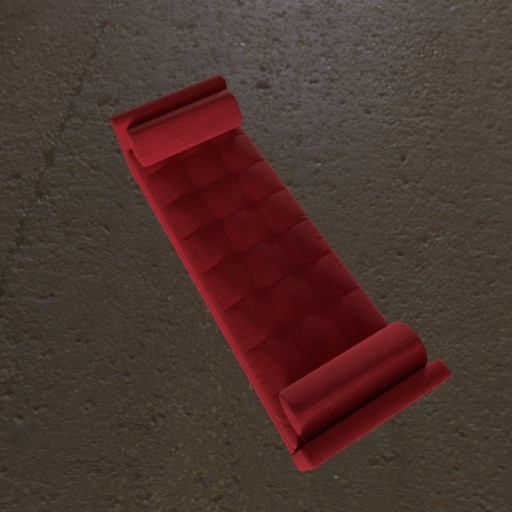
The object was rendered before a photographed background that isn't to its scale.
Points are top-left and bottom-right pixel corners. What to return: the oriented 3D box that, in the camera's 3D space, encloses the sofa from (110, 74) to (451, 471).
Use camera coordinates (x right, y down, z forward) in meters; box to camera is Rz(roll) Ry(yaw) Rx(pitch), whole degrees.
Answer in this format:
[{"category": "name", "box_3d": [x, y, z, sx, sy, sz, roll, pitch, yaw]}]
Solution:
[{"category": "sofa", "box_3d": [0.000, 0.000, 2.344, 0.686, 0.635, 1.981, -27, 66, -13]}]
